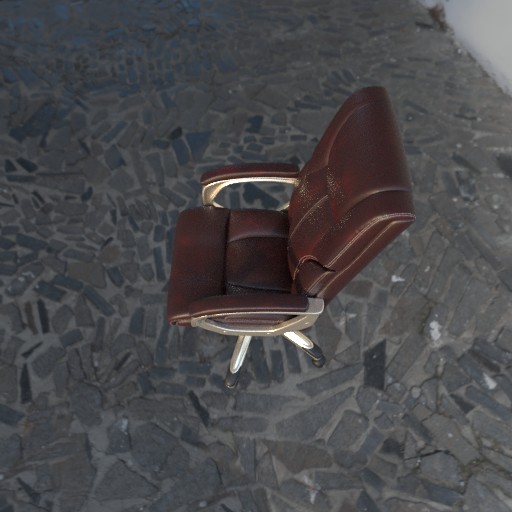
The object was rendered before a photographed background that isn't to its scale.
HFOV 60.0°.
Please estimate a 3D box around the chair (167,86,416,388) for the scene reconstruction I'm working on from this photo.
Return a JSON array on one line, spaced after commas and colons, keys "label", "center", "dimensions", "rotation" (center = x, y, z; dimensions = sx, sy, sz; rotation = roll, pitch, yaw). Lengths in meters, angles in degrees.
[{"label": "chair", "center": [0.000, 0.000, 1.566], "dimensions": [0.739, 1.107, 0.662], "rotation": [0, 59, 0]}]
